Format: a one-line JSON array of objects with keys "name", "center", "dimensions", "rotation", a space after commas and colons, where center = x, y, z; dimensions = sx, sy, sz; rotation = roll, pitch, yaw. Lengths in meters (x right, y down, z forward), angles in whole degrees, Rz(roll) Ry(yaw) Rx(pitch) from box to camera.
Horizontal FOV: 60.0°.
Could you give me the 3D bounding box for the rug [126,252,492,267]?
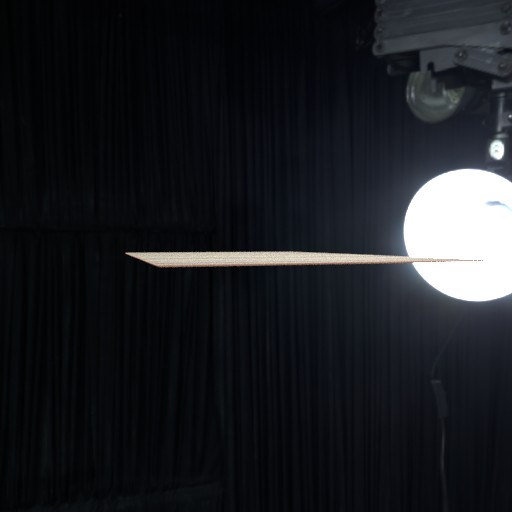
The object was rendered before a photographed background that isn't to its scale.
[{"name": "rug", "center": [0.000, 0.000, 2.307], "dimensions": [1.219, 0.008, 1.829], "rotation": [-1, 2, -19]}]
